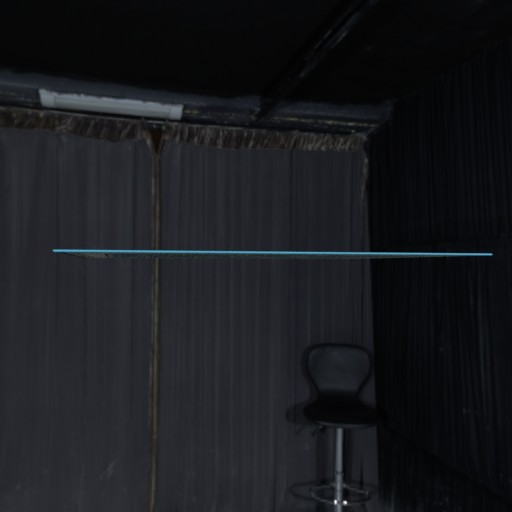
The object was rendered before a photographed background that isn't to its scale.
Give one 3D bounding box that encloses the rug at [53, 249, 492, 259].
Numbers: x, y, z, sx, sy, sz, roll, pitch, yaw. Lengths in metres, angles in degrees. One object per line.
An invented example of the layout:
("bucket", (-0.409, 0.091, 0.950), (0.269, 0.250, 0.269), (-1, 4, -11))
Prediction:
("rug", (0.000, 0.000, 3.947), (3.044, 0.015, 2.226), (0, -1, -18))
